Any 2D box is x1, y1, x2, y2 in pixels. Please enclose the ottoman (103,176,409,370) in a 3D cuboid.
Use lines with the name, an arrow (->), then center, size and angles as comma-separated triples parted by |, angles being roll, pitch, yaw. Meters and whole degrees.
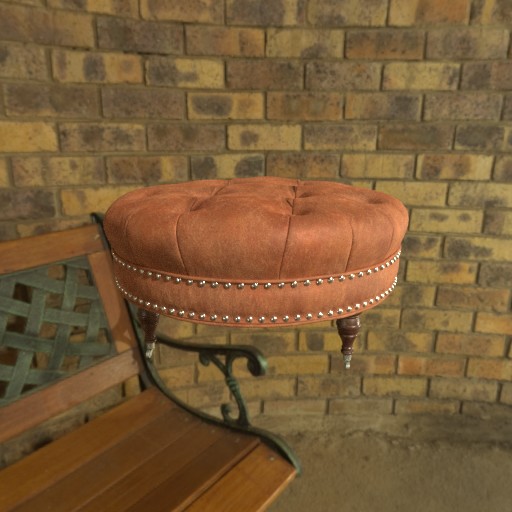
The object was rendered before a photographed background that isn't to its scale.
ottoman -> 0.000, 0.000, 1.387 | 0.901, 0.444, 0.901 | 0, 15, 0
